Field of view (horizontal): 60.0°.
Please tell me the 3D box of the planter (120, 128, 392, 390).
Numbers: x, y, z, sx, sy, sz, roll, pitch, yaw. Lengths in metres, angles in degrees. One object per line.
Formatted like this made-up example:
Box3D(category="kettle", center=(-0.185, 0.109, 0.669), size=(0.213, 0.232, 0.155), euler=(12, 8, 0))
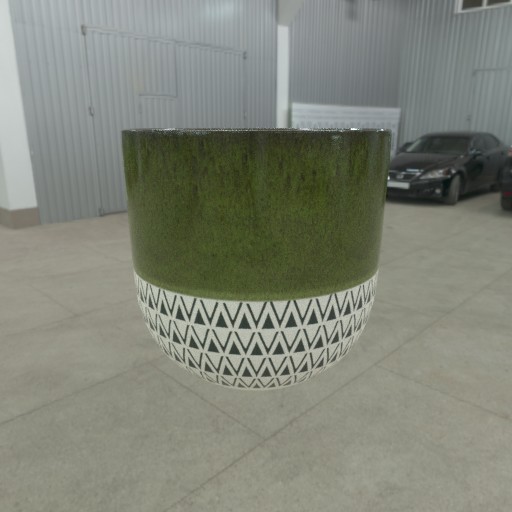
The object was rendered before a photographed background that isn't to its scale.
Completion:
Box3D(category="planter", center=(0.000, 0.000, 0.489), size=(0.266, 0.270, 0.266), euler=(0, 16, 0))
